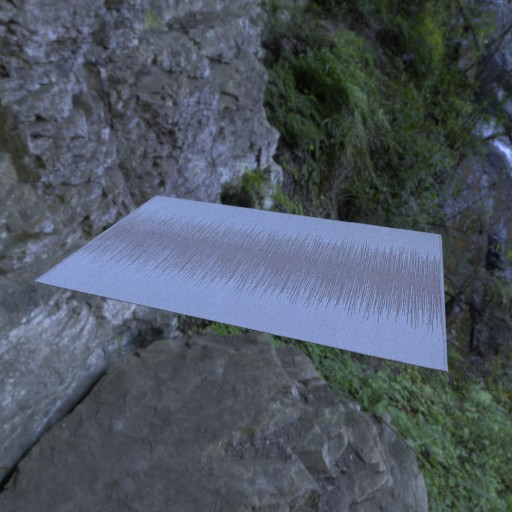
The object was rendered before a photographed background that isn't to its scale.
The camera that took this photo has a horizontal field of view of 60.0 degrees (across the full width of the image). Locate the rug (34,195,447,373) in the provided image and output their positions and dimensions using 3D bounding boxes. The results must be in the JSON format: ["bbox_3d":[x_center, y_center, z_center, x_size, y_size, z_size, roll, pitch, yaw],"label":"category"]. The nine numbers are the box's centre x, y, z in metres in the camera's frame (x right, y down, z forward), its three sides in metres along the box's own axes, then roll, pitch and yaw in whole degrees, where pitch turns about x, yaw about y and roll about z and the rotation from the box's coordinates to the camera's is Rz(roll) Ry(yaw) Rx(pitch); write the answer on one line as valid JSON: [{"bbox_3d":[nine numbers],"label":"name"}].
[{"bbox_3d":[0.000,0.000,3.066,2.440,0.012,1.522,10,31,16],"label":"rug"}]
